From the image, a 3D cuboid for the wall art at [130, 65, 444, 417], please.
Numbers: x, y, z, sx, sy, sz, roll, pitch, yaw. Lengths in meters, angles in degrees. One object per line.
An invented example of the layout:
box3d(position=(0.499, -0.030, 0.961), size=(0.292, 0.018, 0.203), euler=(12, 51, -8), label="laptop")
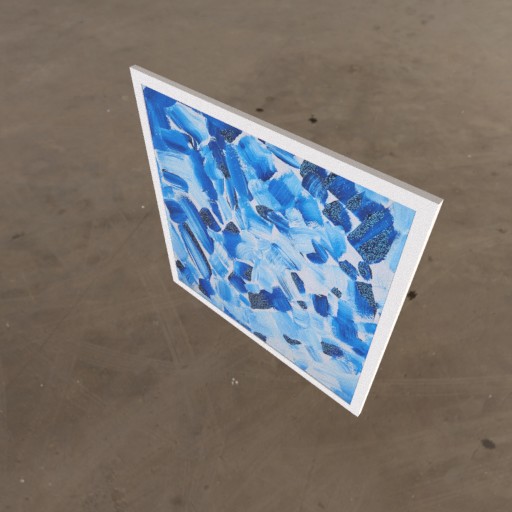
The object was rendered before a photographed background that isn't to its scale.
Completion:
box3d(position=(0.000, 0.000, 0.985), size=(0.660, 0.660, 0.015), euler=(32, 54, 27), label="wall art")
